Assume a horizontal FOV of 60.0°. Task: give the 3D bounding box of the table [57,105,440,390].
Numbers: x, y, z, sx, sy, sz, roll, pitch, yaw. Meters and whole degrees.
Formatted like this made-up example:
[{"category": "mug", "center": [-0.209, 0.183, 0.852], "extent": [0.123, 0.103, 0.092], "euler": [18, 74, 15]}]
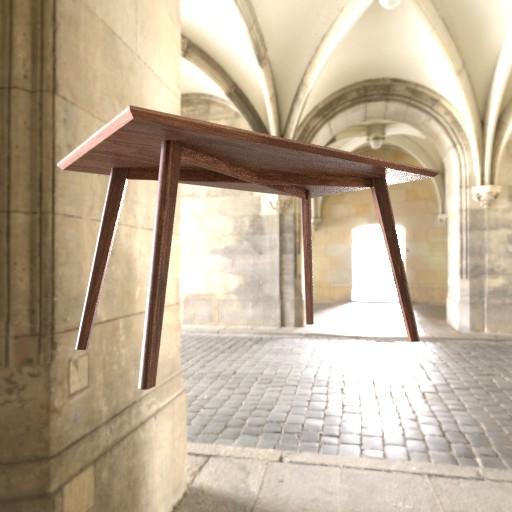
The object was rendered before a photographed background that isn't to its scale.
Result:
[{"category": "table", "center": [0.000, 0.000, 1.806], "extent": [1.349, 0.724, 0.801], "euler": [1, -1, -36]}]
